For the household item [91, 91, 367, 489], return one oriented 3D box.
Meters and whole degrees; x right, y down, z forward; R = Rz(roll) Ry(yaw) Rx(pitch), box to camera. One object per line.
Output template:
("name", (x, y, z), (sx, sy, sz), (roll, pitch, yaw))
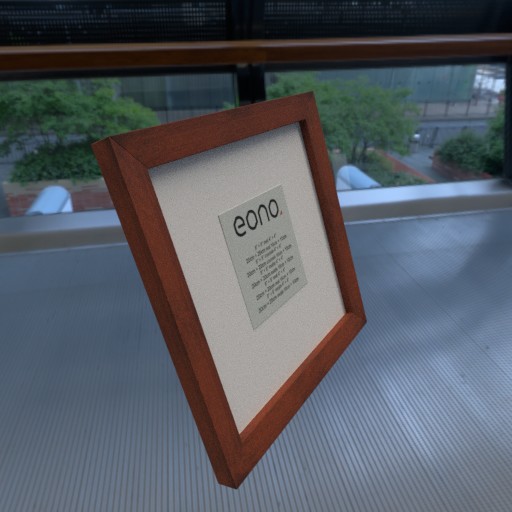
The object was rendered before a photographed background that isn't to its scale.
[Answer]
("household item", (0.000, 0.000, 0.378), (0.131, 0.240, 0.240), (17, 32, 30))
